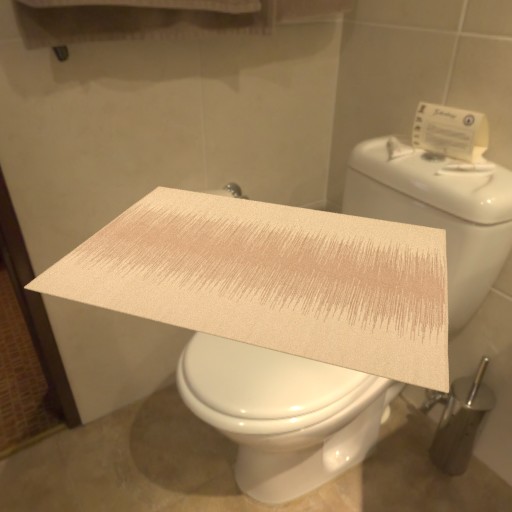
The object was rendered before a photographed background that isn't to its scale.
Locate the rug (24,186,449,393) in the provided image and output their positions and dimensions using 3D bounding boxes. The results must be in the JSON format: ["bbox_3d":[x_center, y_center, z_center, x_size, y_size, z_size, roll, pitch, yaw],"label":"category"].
[{"bbox_3d":[0.000,0.000,2.279,1.850,0.006,1.234,11,34,16],"label":"rug"}]
